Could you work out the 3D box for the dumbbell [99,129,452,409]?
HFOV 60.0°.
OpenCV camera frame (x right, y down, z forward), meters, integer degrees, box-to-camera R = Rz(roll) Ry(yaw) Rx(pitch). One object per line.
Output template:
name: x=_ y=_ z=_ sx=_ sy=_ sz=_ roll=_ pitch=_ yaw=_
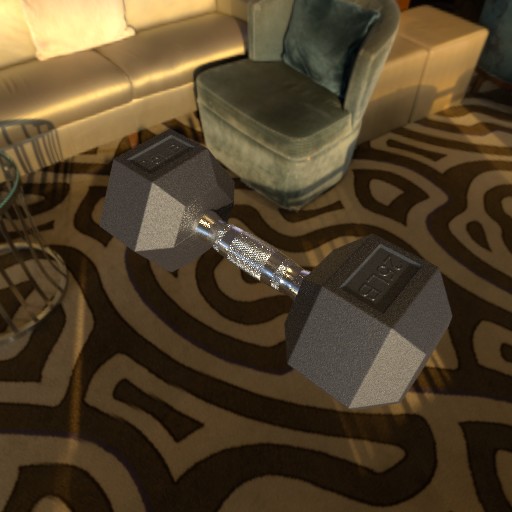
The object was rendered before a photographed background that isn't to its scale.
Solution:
dumbbell: x=0.000 y=0.000 z=0.383 sx=0.315 sy=0.113 sz=0.129 roll=32 pitch=55 yaw=26
